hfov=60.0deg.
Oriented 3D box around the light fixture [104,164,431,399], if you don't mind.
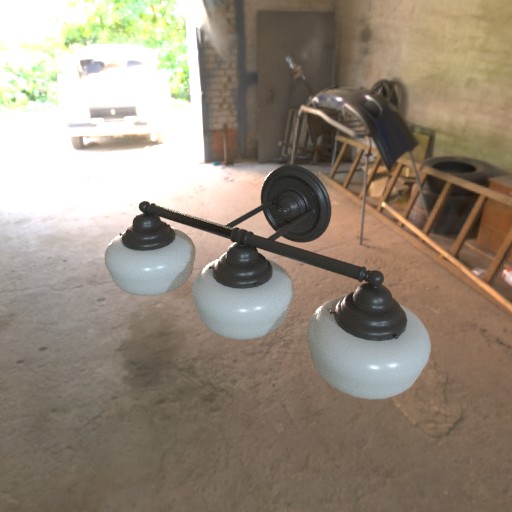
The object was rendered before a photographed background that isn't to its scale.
[{"bbox_3d":[0.000,0.000,0.720,0.587,0.242,0.239,18,34,30],"label":"light fixture"}]
